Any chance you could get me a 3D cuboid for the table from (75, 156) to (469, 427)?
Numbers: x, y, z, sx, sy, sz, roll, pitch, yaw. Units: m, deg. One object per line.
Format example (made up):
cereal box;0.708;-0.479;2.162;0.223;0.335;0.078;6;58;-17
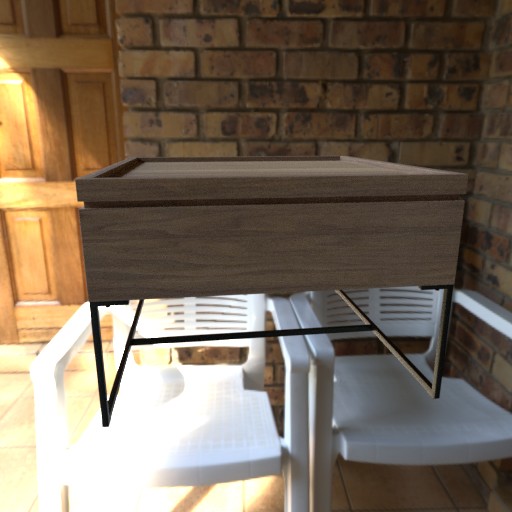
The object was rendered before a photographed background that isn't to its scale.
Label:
table;0.000;0.000;1.134;0.679;0.464;0.676;-2;16;-8
